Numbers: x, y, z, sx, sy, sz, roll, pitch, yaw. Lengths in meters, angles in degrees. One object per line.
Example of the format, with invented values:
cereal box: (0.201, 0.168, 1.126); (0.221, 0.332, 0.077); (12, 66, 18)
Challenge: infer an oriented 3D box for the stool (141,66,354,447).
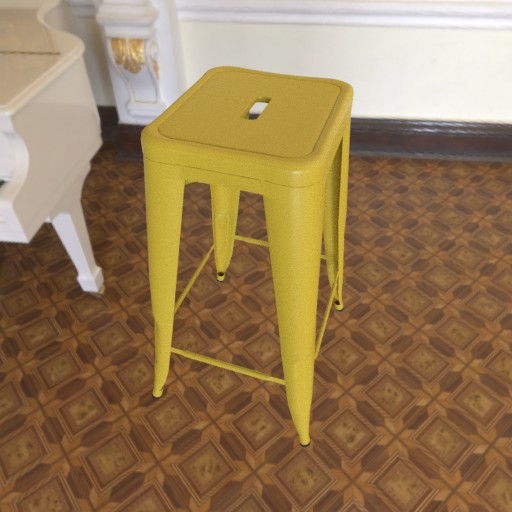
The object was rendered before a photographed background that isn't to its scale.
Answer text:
stool: (0.000, 0.000, 0.863); (0.359, 0.609, 0.399); (13, 45, 13)
